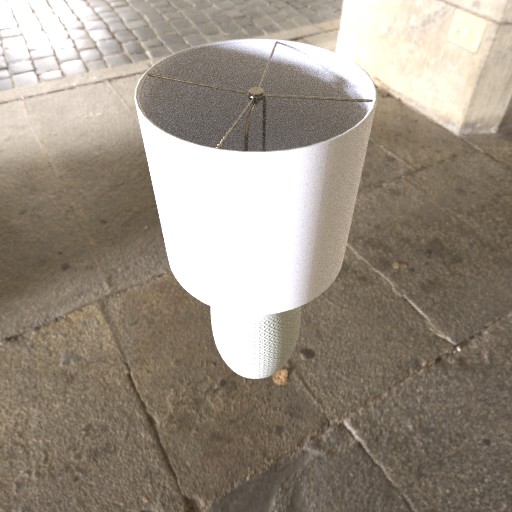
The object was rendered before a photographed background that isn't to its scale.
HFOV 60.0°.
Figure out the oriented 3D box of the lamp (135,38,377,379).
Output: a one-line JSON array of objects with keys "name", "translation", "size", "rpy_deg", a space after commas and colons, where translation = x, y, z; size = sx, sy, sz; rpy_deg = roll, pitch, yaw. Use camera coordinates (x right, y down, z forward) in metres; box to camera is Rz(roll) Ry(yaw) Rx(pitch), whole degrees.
[{"name": "lamp", "translation": [0.000, 0.000, 0.567], "size": [0.217, 0.453, 0.217], "rpy_deg": [10, 48, 10]}]
